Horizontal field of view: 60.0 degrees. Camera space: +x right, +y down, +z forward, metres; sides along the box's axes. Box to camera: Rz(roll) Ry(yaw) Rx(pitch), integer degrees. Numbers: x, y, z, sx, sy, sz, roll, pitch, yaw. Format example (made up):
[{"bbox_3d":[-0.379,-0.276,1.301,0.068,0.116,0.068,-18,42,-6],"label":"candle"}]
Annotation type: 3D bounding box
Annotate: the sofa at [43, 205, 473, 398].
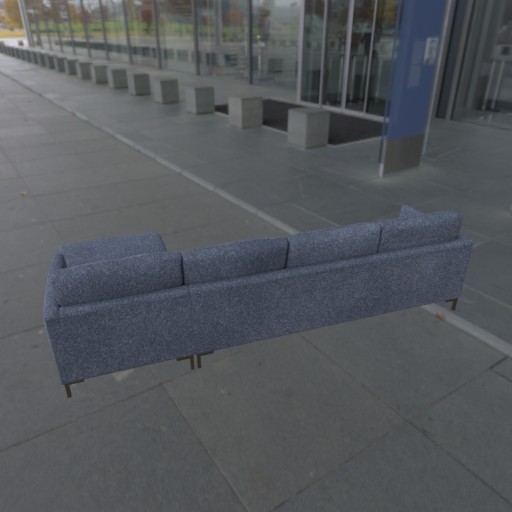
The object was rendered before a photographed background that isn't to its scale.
[{"bbox_3d":[0.000,0.000,3.432,2.932,0.810,1.350,-9,29,-17],"label":"sofa"}]
